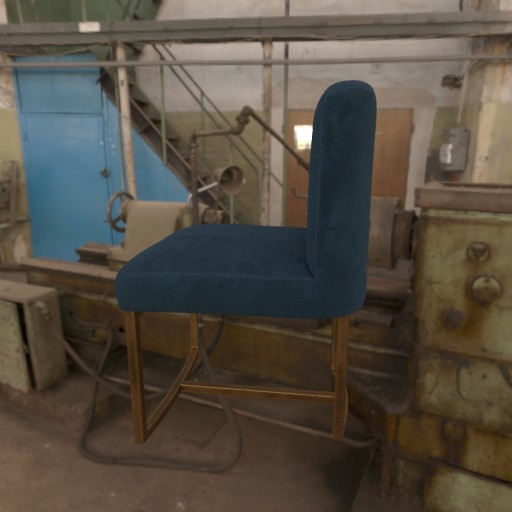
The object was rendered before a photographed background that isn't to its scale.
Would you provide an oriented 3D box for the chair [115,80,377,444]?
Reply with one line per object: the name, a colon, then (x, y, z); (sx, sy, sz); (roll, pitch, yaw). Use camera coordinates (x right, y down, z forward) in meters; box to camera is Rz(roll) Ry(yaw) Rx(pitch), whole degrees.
chair: (0.000, 0.000, 1.163); (0.560, 0.824, 0.530); (2, 14, 8)
